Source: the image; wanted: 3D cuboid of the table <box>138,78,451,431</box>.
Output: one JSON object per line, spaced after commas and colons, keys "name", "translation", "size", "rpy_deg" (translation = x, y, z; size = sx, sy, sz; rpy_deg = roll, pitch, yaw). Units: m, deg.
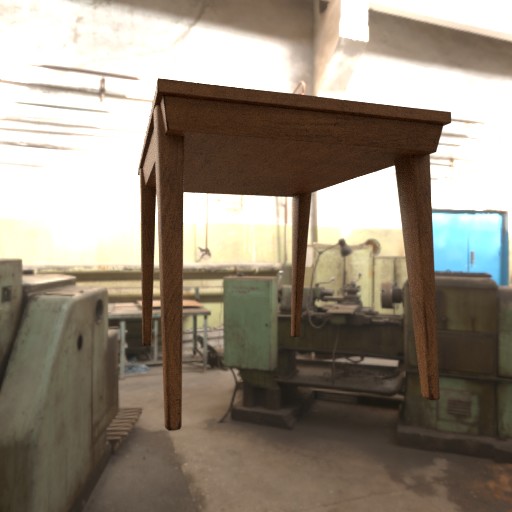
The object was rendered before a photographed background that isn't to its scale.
{"name": "table", "translation": [0.000, 0.000, 1.544], "size": [0.757, 0.760, 1.027], "rpy_deg": [0, 0, -17]}
